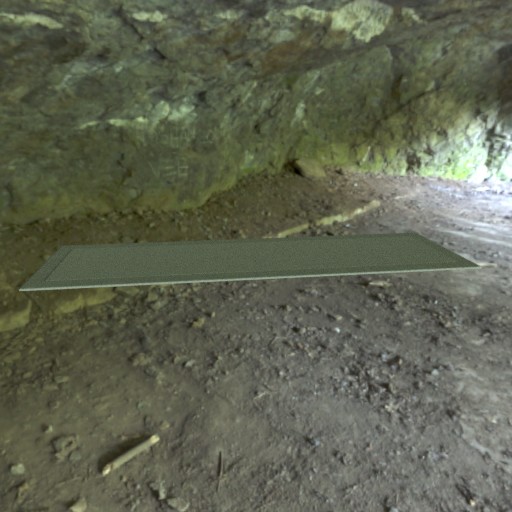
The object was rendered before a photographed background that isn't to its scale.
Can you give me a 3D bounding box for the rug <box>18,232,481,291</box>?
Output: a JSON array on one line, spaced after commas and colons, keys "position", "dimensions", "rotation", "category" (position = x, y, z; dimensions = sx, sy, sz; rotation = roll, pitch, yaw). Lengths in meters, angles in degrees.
[{"position": [0.000, 0.000, 2.657], "dimensions": [2.430, 0.012, 0.759], "rotation": [-2, 18, -8], "category": "rug"}]
